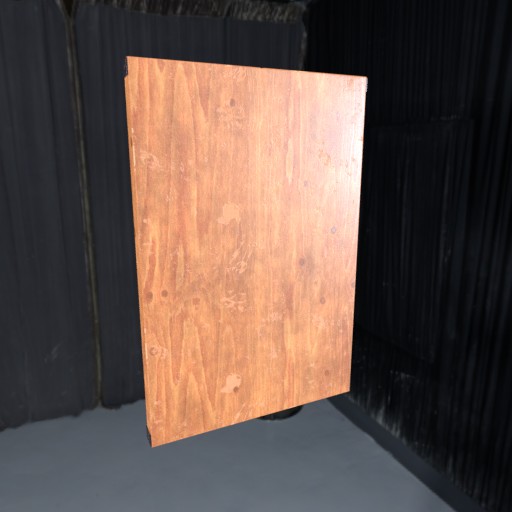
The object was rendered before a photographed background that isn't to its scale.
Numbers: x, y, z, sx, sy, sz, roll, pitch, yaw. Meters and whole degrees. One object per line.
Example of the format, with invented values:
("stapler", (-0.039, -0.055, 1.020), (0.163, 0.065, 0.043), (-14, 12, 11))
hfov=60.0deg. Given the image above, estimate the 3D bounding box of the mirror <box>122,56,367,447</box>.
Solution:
("mirror", (0.000, 0.000, 0.970), (0.517, 0.761, 0.053), (-7, 15, -25))
